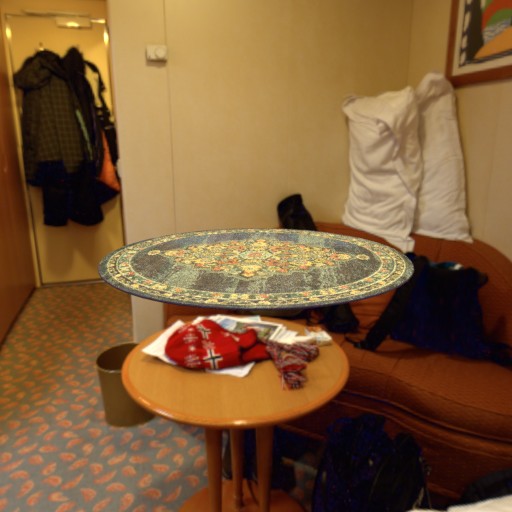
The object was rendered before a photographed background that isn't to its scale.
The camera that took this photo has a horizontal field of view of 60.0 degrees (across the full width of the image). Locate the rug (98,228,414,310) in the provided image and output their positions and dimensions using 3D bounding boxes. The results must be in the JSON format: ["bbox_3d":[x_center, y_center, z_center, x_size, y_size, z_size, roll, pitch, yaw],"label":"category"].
[{"bbox_3d":[0.000,0.000,3.536,2.386,0.014,2.386,0,14,0],"label":"rug"}]
